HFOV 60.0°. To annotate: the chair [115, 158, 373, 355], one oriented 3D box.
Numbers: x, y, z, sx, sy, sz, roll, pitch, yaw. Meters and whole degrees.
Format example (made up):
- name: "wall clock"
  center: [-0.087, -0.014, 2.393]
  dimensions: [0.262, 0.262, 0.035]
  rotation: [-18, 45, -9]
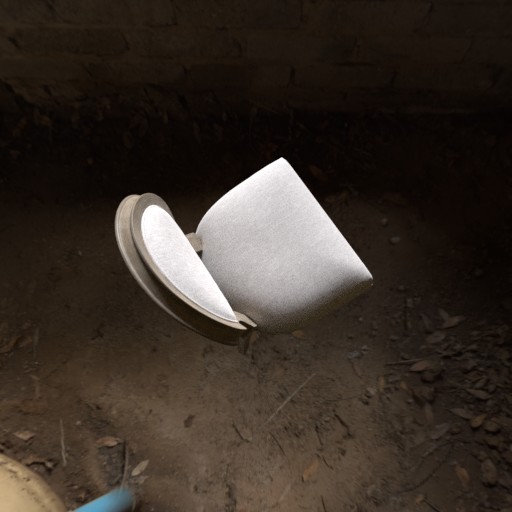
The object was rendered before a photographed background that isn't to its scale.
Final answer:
- name: "chair"
  center: [0.000, 0.000, 1.396]
  dimensions: [0.602, 0.990, 0.558]
  rotation: [-32, 77, -8]
